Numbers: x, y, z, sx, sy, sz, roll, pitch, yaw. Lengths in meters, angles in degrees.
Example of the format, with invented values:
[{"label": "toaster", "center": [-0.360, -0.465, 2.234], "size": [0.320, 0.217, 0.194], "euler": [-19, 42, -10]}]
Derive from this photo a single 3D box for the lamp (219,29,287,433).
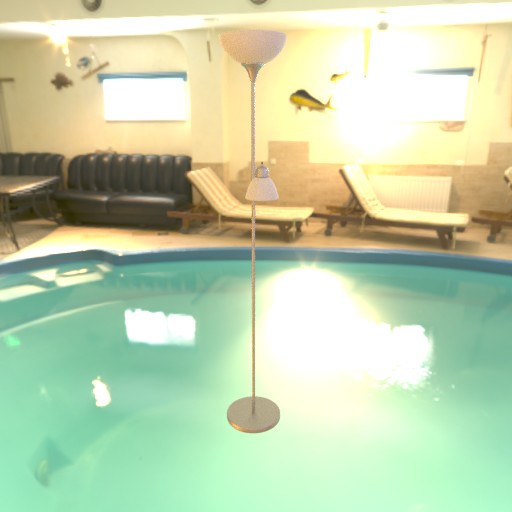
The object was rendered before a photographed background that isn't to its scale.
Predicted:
[{"label": "lamp", "center": [0.000, 0.000, 1.977], "size": [0.279, 1.804, 0.425], "euler": [-3, 18, -9]}]
